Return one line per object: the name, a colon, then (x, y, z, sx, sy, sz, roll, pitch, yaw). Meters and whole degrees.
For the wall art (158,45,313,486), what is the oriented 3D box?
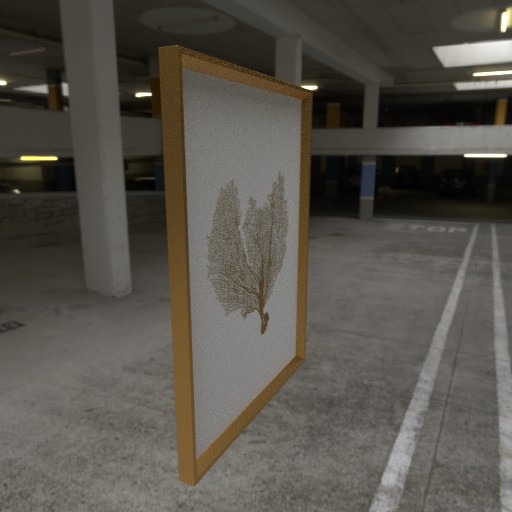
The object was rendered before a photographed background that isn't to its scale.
wall art: (0.000, 0.000, 1.060, 0.038, 0.812, 0.610, 7, 15, 26)
